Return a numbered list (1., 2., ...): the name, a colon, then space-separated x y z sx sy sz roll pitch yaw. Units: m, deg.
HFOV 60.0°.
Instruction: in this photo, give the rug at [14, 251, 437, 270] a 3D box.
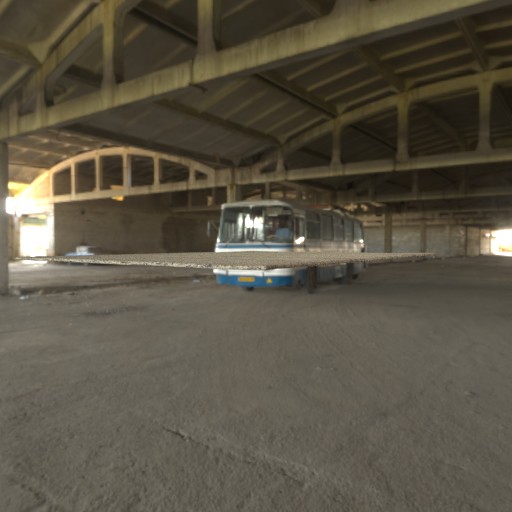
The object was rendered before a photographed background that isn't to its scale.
1. rug: 0.000 0.000 4.094 2.414 0.036 3.199 1 2 36
